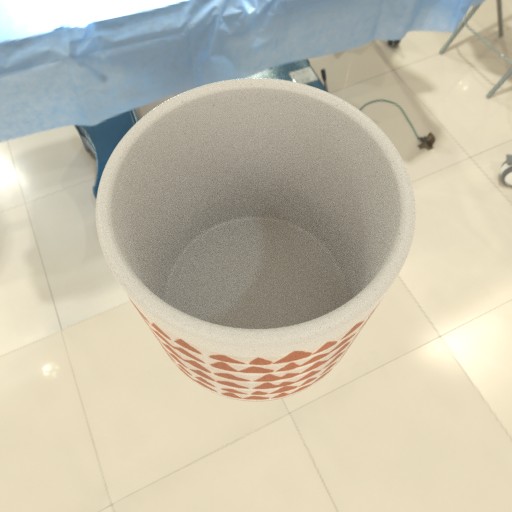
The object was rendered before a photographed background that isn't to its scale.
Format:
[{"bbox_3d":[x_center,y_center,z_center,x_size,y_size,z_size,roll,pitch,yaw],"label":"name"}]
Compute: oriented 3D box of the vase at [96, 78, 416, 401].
[{"bbox_3d":[0.000,0.000,0.246,0.137,0.127,0.137,0,63,0],"label":"vase"}]
